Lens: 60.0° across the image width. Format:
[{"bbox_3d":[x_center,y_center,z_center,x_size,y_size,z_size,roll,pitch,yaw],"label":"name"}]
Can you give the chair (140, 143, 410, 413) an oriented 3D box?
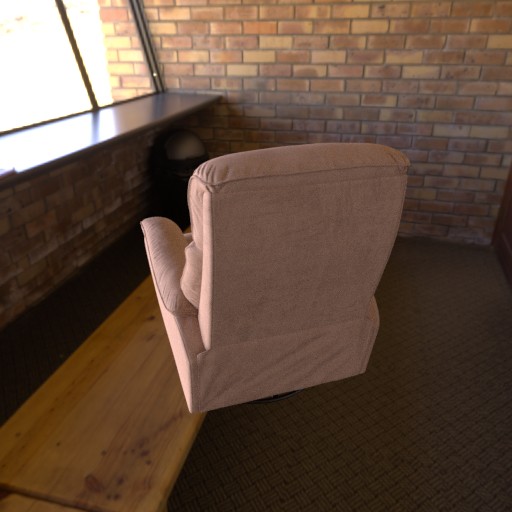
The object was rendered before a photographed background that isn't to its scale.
[{"bbox_3d":[0.000,0.000,1.755,0.820,1.037,1.004,-8,27,-16],"label":"chair"}]
